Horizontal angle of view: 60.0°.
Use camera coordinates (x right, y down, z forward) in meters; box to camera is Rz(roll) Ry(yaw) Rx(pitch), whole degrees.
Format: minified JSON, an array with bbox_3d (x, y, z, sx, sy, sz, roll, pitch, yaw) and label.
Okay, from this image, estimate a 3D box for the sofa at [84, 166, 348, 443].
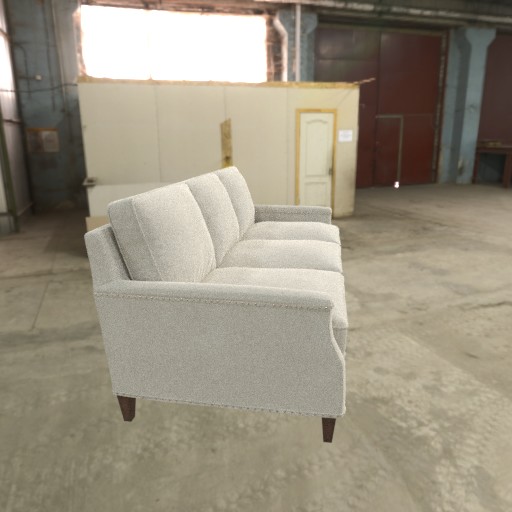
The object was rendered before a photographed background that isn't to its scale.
[{"bbox_3d":[0.000,0.000,2.811,1.084,1.003,2.246,2,15,9],"label":"sofa"}]
